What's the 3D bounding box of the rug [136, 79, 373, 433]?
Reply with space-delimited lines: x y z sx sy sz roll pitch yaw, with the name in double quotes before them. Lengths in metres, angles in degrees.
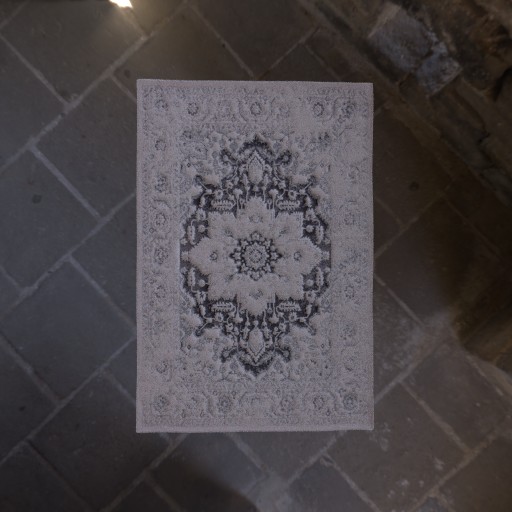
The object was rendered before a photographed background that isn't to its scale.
"rug" 0.000 0.000 2.287 1.223 0.008 1.813 0 90 -2
